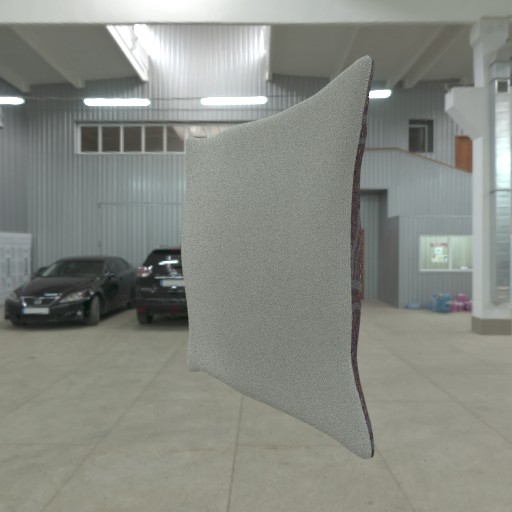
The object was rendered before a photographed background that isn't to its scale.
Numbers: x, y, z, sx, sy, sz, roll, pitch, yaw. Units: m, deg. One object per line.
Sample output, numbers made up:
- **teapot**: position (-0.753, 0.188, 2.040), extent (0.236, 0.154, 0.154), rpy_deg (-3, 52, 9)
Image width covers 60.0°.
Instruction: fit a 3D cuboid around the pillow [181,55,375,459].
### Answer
- **pillow**: position (0.000, 0.000, 0.767), extent (0.163, 0.513, 0.514), rpy_deg (0, 1, -35)
